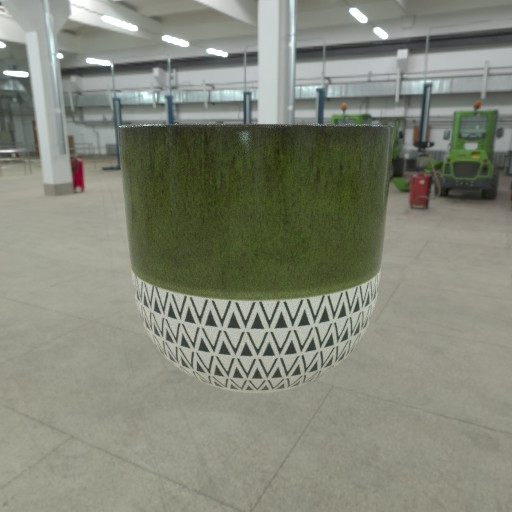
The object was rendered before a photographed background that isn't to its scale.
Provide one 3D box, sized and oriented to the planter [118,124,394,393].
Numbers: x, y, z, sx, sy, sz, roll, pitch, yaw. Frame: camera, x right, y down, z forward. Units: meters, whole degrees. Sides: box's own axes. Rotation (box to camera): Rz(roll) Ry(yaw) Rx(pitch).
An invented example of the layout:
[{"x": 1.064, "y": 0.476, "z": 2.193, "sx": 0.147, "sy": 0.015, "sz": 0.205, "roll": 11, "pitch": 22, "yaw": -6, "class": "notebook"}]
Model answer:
[{"x": 0.000, "y": 0.000, "z": 0.480, "sx": 0.266, "sy": 0.270, "sz": 0.266, "roll": 0, "pitch": 16, "yaw": 0, "class": "planter"}]
